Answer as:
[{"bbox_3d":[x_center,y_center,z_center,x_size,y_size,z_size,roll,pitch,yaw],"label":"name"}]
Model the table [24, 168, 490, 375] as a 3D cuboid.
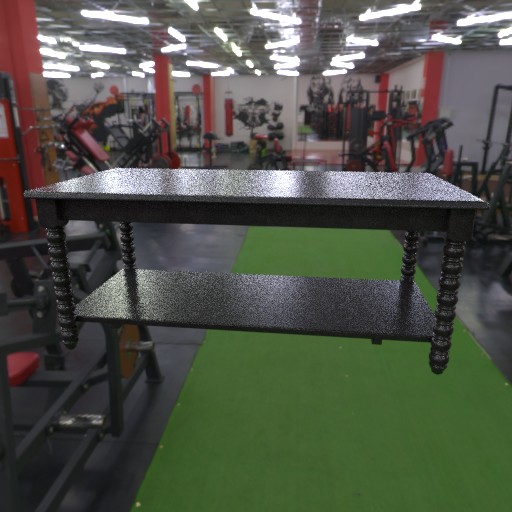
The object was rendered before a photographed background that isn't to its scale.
[{"bbox_3d":[0.000,0.000,1.439,1.171,0.487,0.580,2,18,7],"label":"table"}]
